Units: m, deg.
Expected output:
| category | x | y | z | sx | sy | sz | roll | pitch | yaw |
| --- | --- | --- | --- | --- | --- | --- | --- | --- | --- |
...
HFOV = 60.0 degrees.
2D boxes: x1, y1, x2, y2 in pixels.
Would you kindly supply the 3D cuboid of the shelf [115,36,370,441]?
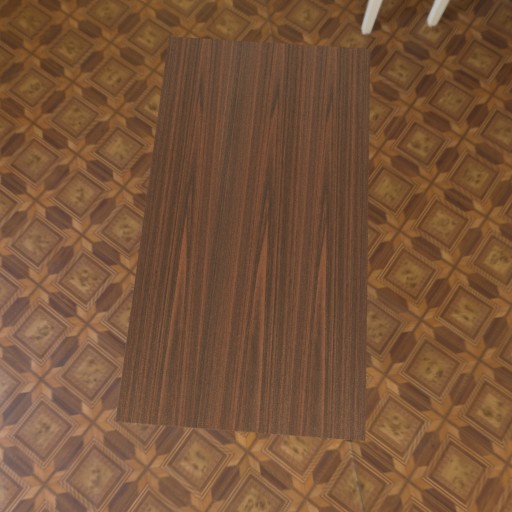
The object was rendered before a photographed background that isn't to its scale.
| category | x | y | z | sx | sy | sz | roll | pitch | yaw |
| --- | --- | --- | --- | --- | --- | --- | --- | --- | --- |
| shelf | 0.000 | 0.000 | 1.349 | 0.498 | 0.750 | 0.902 | 4 | 76 | 1 |
